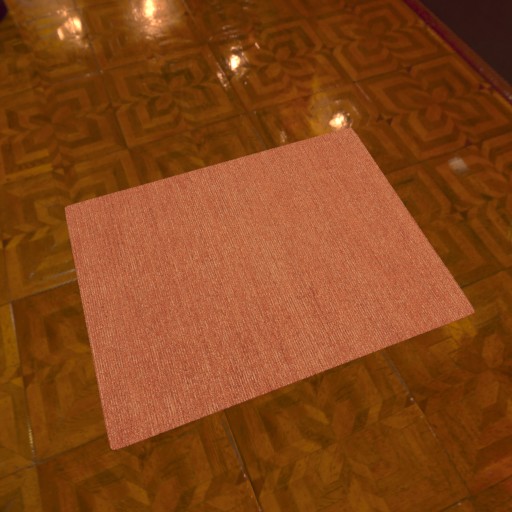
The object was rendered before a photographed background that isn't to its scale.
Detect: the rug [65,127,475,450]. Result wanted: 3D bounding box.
[{"bbox_3d":[0.000,0.000,2.736,2.112,0.009,1.594,-18,61,-10],"label":"rug"}]
